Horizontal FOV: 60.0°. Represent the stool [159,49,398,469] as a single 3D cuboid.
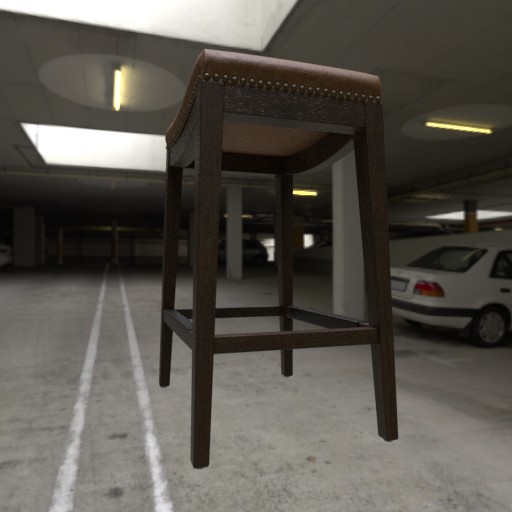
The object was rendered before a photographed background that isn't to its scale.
[{"bbox_3d":[0.000,0.000,0.962,0.361,0.660,0.500,0,-1,-18],"label":"stool"}]
